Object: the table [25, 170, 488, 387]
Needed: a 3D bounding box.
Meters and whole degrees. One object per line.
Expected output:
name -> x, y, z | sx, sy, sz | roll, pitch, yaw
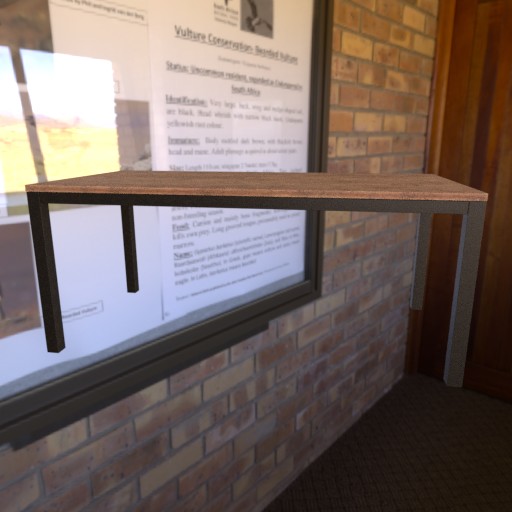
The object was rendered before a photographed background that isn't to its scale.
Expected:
table -> 0.000, 0.000, 2.227 | 1.805, 0.767, 0.893 | 2, 15, 9
